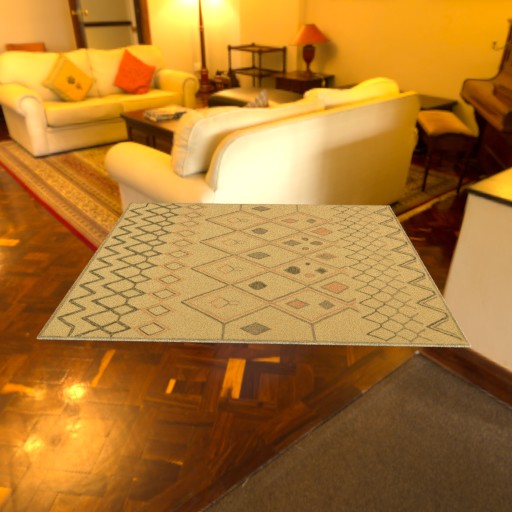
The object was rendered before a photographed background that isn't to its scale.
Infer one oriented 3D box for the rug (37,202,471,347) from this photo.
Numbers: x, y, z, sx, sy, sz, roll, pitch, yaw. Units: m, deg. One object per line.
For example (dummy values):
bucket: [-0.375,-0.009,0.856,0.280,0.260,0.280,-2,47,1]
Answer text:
rug: [0.000,0.000,4.159,3.050,0.016,2.441,1,30,1]
